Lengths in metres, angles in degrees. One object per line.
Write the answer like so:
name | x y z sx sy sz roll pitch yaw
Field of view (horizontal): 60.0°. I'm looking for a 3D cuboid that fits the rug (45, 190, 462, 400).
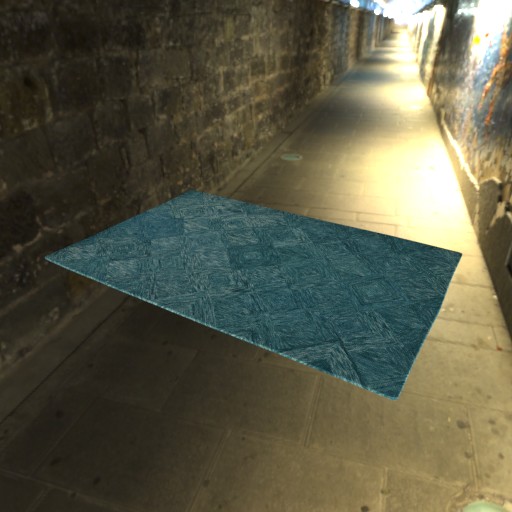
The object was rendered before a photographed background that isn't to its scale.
rug | 0.000 0.000 2.171 1.728 0.017 1.136 16 32 28
